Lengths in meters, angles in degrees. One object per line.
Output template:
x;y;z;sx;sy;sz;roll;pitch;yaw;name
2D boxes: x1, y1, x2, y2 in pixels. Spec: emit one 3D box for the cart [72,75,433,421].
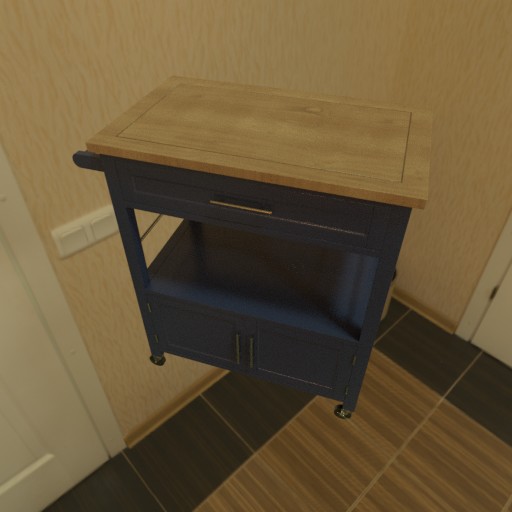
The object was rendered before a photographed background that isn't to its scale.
0.000;0.000;1.410;0.840;0.901;0.459;12;43;13;cart
